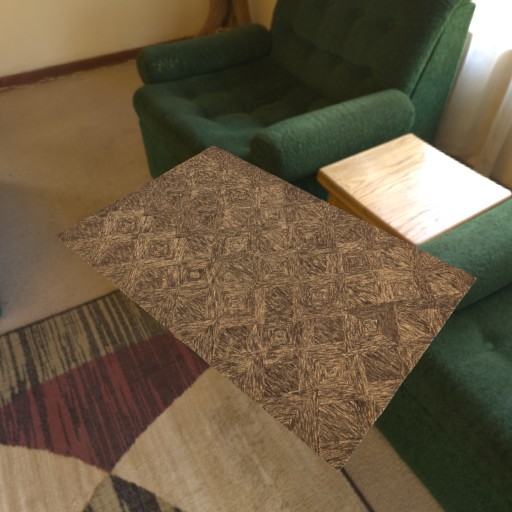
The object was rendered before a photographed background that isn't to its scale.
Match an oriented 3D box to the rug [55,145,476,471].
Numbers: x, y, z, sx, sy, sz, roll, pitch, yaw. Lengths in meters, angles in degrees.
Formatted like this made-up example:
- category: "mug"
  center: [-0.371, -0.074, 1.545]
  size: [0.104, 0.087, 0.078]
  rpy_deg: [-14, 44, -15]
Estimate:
- category: "rug"
  center: [0.000, 0.000, 2.250]
  size: [1.808, 0.011, 1.189]
  rpy_deg: [32, 54, 27]
